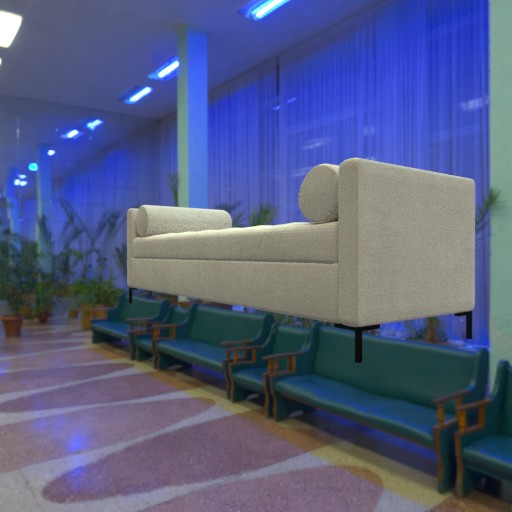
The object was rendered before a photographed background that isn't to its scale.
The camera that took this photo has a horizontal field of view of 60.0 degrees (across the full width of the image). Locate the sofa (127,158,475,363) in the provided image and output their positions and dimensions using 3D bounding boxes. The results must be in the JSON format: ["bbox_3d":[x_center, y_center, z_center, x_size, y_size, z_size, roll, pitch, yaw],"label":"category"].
[{"bbox_3d":[0.000,0.000,2.324,0.686,0.635,1.981,0,0,-36],"label":"sofa"}]
